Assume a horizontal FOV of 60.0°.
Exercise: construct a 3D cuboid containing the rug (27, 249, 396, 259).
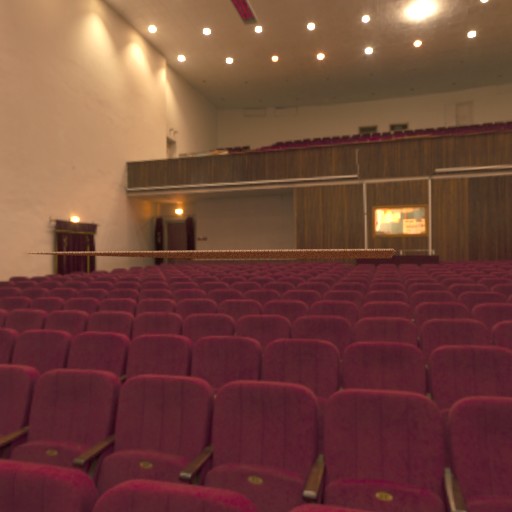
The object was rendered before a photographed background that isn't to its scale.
[{"bbox_3d":[0.000,0.000,4.116,2.439,0.013,3.048,0,-1,17],"label":"rug"}]
